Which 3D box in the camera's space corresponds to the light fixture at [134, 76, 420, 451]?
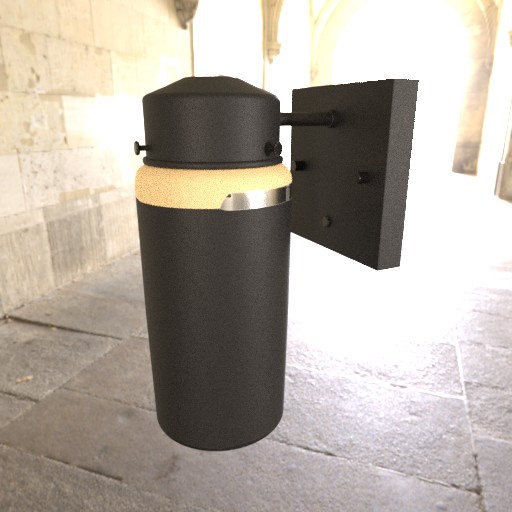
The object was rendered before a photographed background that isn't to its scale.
[{"bbox_3d":[0.000,0.000,0.347,0.176,0.257,0.130,-8,19,-24],"label":"light fixture"}]
